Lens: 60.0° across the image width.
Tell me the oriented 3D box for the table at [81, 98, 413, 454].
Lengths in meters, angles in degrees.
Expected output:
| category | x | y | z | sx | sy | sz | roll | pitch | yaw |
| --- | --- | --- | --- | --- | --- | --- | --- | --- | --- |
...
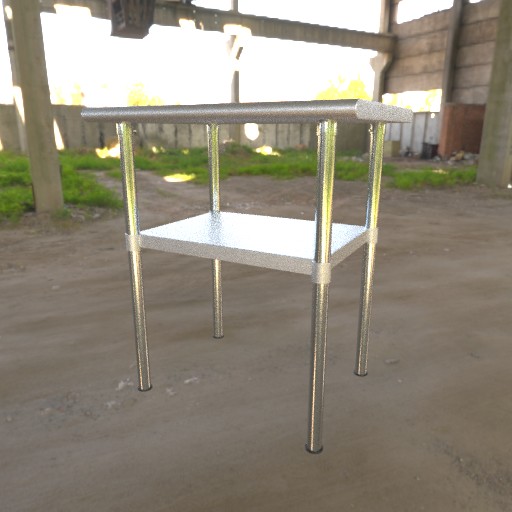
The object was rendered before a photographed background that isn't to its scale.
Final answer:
| category | x | y | z | sx | sy | sz | roll | pitch | yaw |
| --- | --- | --- | --- | --- | --- | --- | --- | --- | --- |
| table | 0.000 | 0.000 | 1.386 | 0.762 | 0.876 | 0.584 | 9 | 18 | 28 |
